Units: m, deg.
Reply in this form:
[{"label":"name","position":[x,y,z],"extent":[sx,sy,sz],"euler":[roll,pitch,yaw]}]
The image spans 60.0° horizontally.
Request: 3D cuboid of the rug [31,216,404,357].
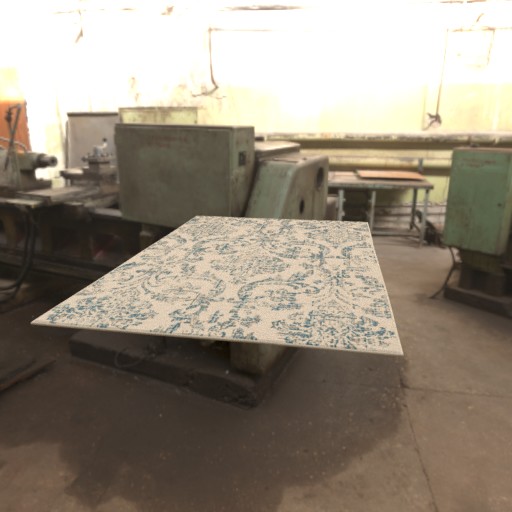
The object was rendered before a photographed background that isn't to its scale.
[{"label":"rug","position":[0.000,0.000,2.253],"extent":[1.213,0.012,1.831],"euler":[3,17,10]}]
